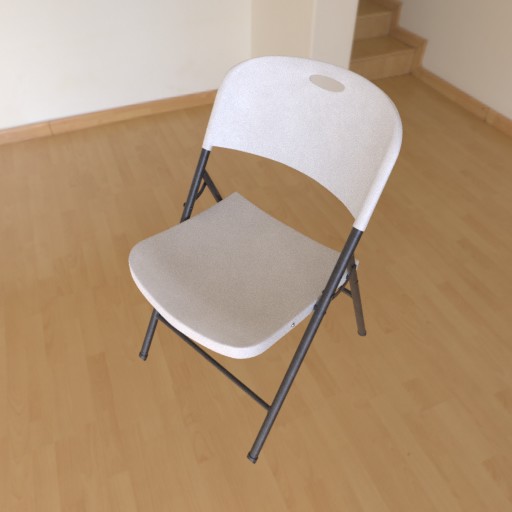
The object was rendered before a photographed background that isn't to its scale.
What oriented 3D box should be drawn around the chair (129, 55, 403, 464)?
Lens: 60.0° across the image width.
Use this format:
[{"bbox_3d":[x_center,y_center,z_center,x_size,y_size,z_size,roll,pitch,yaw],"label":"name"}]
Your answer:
[{"bbox_3d":[0.000,0.000,1.139,0.494,0.810,0.566,33,54,28],"label":"chair"}]
